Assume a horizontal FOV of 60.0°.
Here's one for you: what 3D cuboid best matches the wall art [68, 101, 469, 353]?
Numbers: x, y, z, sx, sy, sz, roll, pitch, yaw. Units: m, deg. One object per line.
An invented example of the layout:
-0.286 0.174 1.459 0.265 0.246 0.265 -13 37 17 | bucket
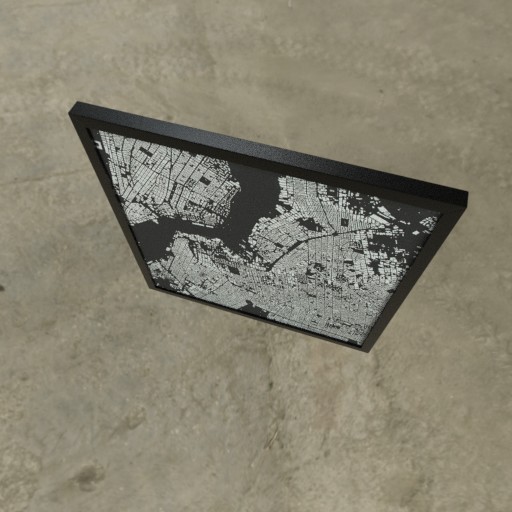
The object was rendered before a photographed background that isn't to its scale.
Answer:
0.000 0.000 1.136 0.755 0.761 0.038 15 61 9 | wall art
